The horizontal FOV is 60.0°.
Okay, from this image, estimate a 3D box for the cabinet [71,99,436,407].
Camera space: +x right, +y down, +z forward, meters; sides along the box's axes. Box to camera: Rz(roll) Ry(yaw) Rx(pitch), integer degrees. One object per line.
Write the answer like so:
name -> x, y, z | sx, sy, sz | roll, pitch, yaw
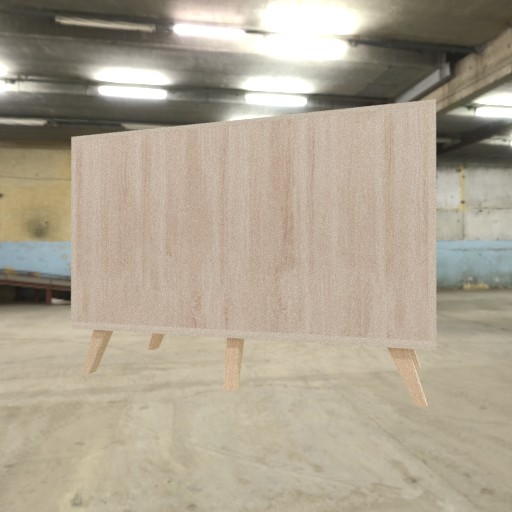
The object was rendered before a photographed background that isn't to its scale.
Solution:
cabinet -> 0.000, 0.000, 1.516 | 1.110, 0.780, 0.500 | 0, 0, 18
